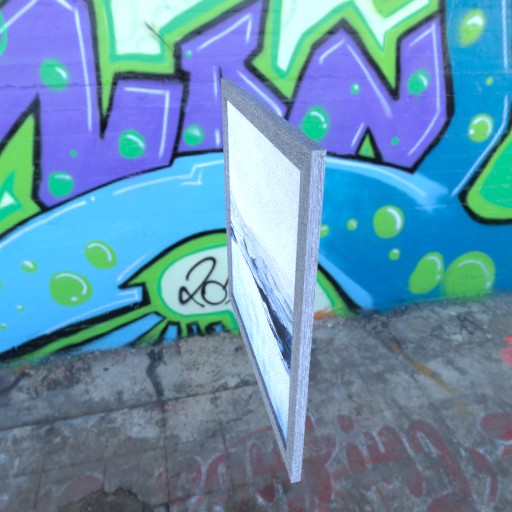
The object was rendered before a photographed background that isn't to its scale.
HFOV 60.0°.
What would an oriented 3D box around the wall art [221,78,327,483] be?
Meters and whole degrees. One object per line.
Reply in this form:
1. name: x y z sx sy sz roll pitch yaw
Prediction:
1. wall art: 0.000 0.000 1.026 0.020 0.685 0.685 -7 30 -12
